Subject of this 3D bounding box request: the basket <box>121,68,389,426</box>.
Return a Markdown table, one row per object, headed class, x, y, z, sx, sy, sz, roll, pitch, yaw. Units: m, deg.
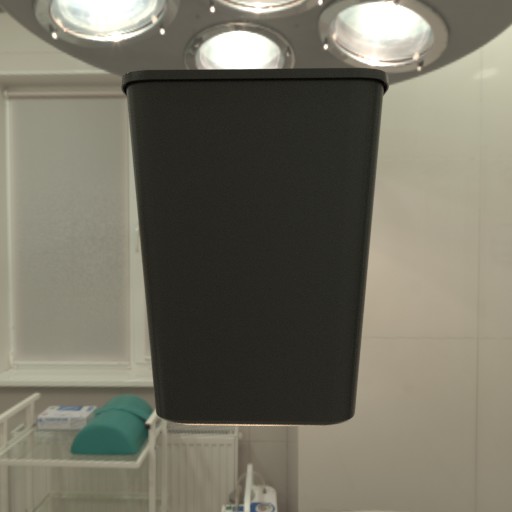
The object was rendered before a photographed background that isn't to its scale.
| class | x | y | z | sx | sy | sz | roll | pitch | yaw |
| --- | --- | --- | --- | --- | --- | --- | --- | --- | --- |
| basket | 0.000 | 0.000 | 0.756 | 0.394 | 0.521 | 0.287 | 0 | 2 | 1 |
